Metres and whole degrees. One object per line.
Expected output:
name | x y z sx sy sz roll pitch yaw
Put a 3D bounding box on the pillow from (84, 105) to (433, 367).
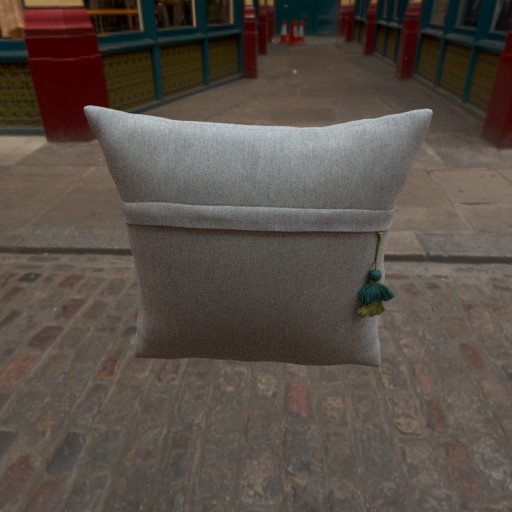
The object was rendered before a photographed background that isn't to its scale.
pillow | 0.000 0.000 0.666 0.433 0.436 0.173 1 30 2
